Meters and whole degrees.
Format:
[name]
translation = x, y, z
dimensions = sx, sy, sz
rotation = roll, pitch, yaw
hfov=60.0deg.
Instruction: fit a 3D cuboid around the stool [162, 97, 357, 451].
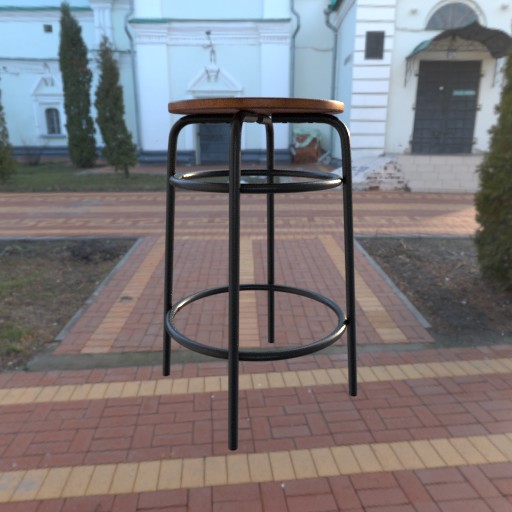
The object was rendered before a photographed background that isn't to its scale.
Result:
[stool]
translation = 0.000, 0.000, 0.938
dimensions = 0.455, 0.610, 0.455
rotation = 3, 16, 11
